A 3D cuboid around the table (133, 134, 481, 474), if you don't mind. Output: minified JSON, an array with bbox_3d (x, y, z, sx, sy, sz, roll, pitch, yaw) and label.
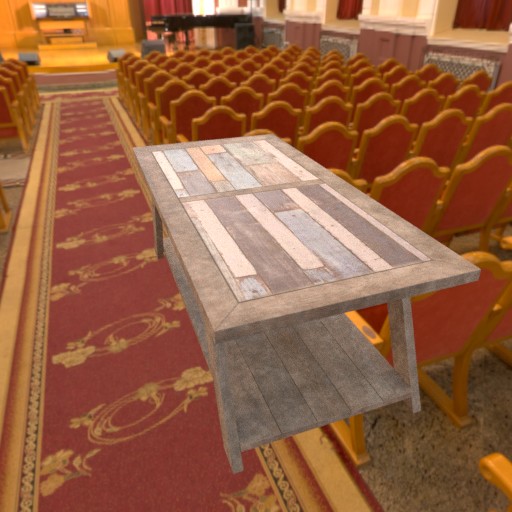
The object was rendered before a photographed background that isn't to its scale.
[{"bbox_3d":[0.000,0.000,1.498,0.610,0.470,1.219,-10,32,-17],"label":"table"}]
